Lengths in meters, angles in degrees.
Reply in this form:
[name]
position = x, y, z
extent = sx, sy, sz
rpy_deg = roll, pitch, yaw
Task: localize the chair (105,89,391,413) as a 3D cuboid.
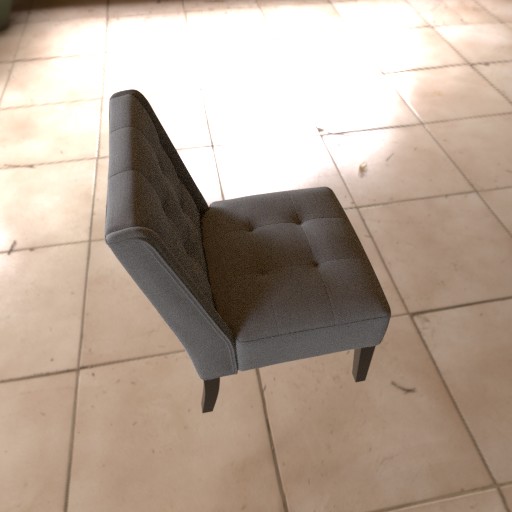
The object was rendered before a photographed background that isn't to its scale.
[chair]
position = 0.000, 0.000, 1.332
extent = 0.676, 0.853, 0.569
rpy_deg = -9, 49, -8
